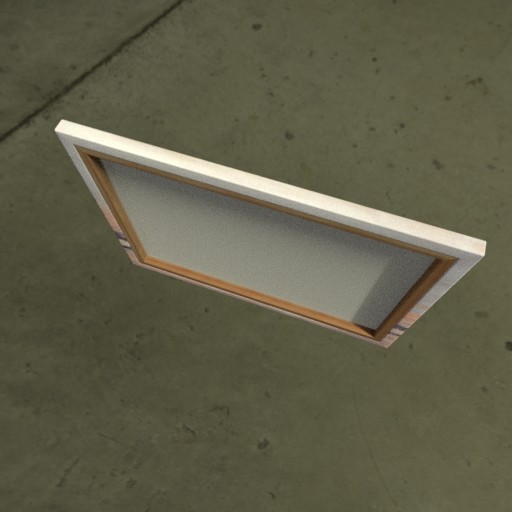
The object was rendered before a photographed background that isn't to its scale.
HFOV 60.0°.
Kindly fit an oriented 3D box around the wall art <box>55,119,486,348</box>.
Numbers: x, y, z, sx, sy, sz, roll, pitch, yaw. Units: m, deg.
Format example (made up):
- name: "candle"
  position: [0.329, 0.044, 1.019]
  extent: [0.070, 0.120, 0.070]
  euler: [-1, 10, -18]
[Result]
- name: "wall art"
  position: [0.000, 0.000, 1.338]
  extent: [1.015, 0.763, 0.038]
  euler: [18, 65, 8]
